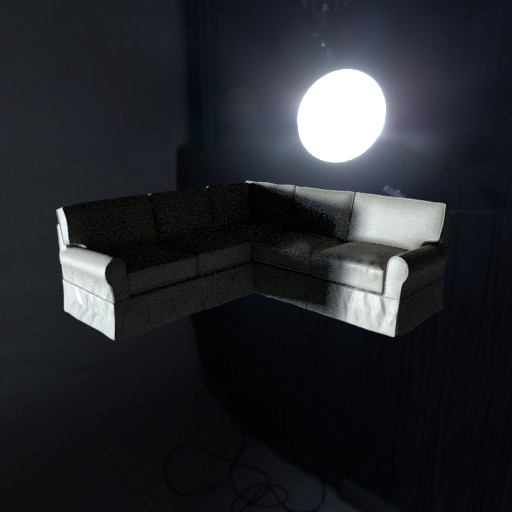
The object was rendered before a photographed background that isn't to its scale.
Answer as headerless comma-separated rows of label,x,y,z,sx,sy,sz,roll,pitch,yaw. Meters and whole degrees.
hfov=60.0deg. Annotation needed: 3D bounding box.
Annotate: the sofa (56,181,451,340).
sofa,0.000,0.000,4.120,2.623,1.081,2.618,14,21,41
